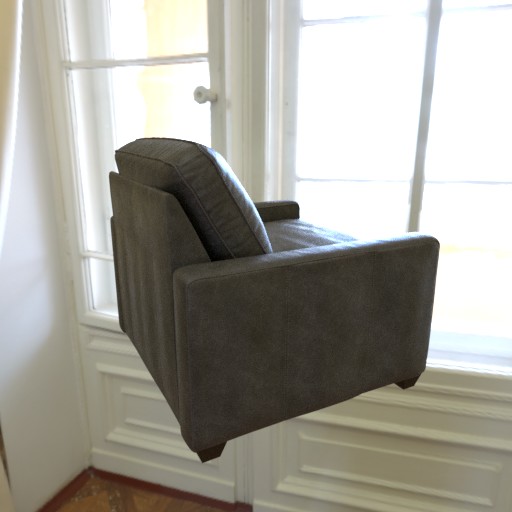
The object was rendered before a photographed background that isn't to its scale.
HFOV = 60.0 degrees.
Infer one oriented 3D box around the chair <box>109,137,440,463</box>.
[{"bbox_3d":[0.000,0.000,1.760,0.939,0.916,1.006,-8,18,-27],"label":"chair"}]
